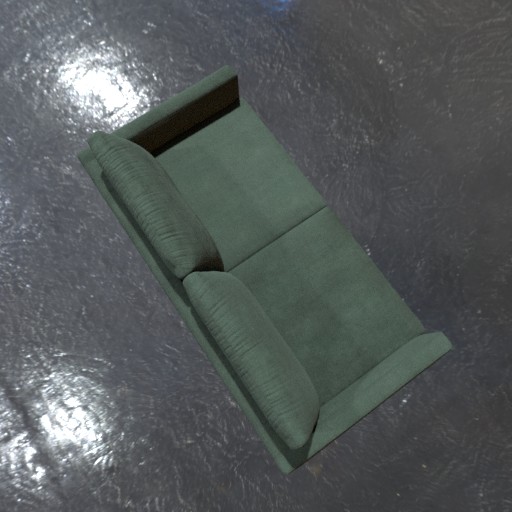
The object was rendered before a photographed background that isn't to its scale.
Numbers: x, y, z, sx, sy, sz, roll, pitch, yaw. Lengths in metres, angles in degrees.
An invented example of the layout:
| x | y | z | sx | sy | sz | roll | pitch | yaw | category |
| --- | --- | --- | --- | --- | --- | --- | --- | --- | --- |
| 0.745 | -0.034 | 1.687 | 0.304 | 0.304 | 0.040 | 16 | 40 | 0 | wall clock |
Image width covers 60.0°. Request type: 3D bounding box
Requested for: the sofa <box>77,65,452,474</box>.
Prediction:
| x | y | z | sx | sy | sz | roll | pitch | yaw | category |
| --- | --- | --- | --- | --- | --- | --- | --- | --- | --- |
| 0.000 | 0.000 | 2.119 | 0.875 | 0.817 | 1.676 | -34 | 78 | -9 | sofa |
